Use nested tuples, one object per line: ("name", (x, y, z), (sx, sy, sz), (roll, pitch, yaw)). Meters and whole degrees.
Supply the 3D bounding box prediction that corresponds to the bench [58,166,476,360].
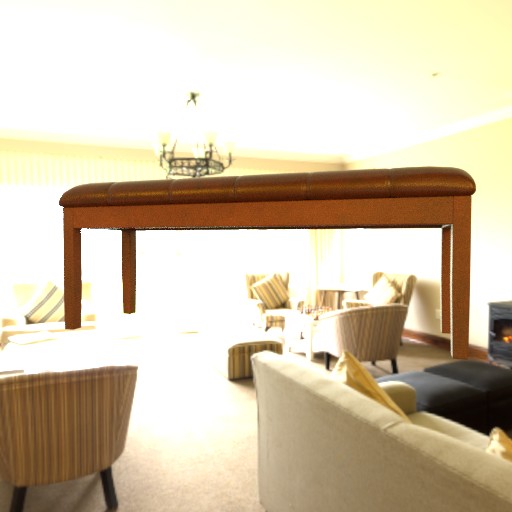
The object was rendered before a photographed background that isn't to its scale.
("bench", (0.000, 0.000, 1.453), (1.259, 0.491, 0.401), (1, 2, 18))
